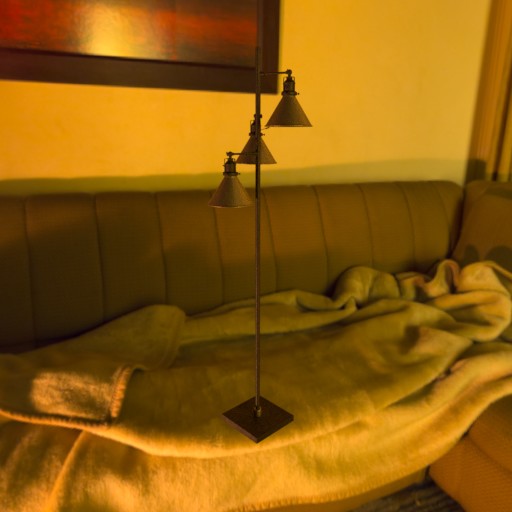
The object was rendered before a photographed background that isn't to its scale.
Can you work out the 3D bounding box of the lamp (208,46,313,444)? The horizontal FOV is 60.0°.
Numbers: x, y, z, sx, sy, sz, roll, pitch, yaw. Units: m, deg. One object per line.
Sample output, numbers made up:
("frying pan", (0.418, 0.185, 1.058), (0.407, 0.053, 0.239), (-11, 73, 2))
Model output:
("lamp", (0.000, 0.000, 1.969), (0.415, 1.716, 0.428), (-14, 21, -42))
